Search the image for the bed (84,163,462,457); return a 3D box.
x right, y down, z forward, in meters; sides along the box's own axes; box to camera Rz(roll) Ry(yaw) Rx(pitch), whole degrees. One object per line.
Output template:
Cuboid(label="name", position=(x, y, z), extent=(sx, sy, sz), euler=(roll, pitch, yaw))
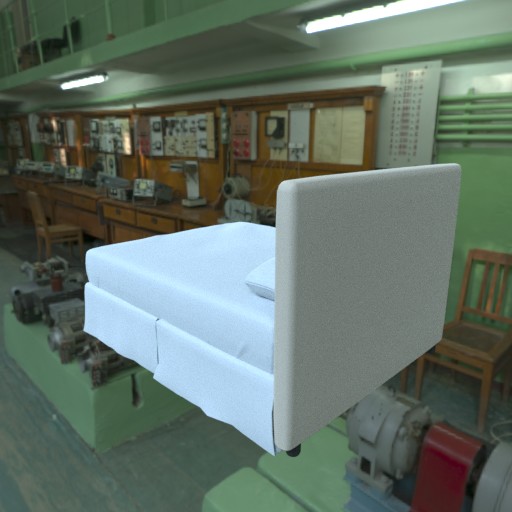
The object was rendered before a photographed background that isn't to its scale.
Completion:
Cuboid(label="bed", position=(0.000, 0.000, 3.173), extent=(1.748, 1.330, 2.142), euler=(-14, 21, -43))
